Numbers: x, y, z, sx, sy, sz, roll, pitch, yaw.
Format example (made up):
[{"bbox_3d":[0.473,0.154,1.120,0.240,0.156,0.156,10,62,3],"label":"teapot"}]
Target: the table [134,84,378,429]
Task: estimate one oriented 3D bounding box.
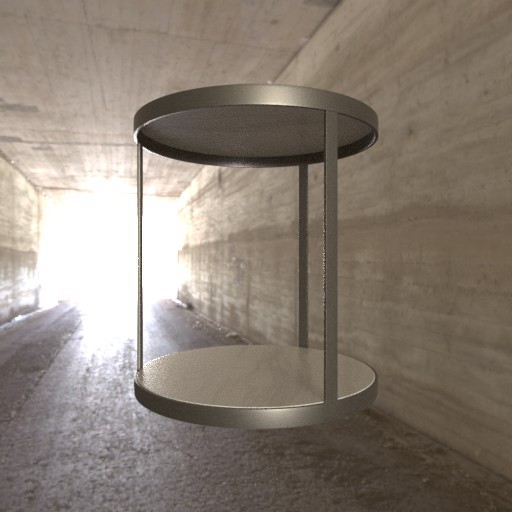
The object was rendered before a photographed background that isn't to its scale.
[{"bbox_3d":[0.000,0.000,0.836,0.445,0.479,0.445,0,0,0],"label":"table"}]
